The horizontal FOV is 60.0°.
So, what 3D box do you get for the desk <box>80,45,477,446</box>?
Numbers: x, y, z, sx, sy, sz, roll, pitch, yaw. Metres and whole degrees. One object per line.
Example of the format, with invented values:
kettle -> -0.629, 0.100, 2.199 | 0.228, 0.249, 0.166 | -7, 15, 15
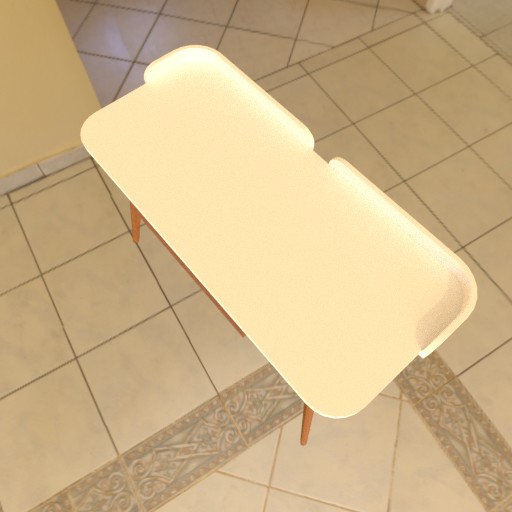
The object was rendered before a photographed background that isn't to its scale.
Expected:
desk -> 0.000, 0.000, 1.583 | 0.534, 0.807, 1.206 | -38, 70, -16
